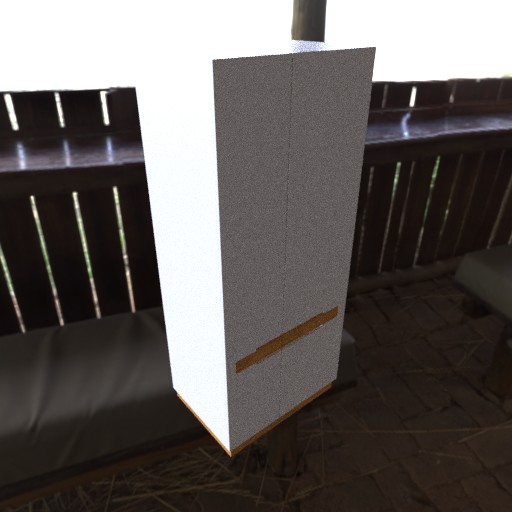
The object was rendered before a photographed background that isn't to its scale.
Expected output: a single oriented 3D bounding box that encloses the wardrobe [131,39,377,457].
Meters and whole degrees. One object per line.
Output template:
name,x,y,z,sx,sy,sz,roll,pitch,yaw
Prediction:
wardrobe,0.000,0.000,2.386,0.860,2.040,0.600,-22,36,-34
